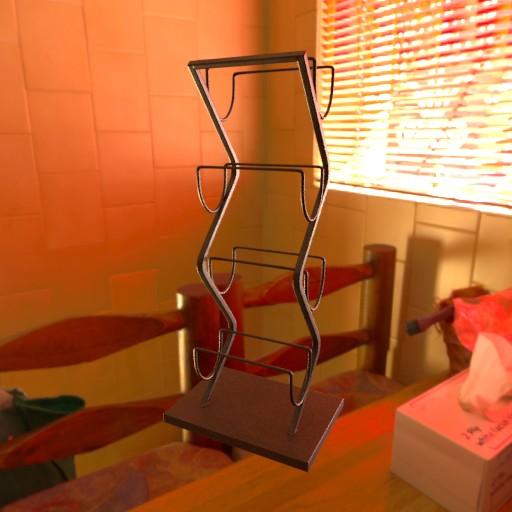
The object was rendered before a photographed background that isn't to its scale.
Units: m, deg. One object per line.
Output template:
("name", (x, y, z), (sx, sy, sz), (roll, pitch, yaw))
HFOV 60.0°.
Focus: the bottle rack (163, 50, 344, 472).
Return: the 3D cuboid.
("bottle rack", (0.000, 0.000, 0.683), (0.254, 0.559, 0.178), (8, 17, 26))
